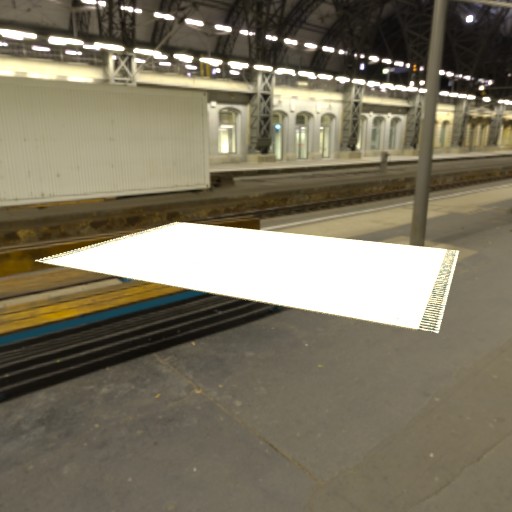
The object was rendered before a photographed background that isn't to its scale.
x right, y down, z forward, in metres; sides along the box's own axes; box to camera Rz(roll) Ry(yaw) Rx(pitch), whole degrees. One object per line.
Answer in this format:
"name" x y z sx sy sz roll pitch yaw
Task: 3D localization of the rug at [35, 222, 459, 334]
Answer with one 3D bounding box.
"rug" 0.000 0.000 2.993 2.438 0.010 1.524 7 17 26
